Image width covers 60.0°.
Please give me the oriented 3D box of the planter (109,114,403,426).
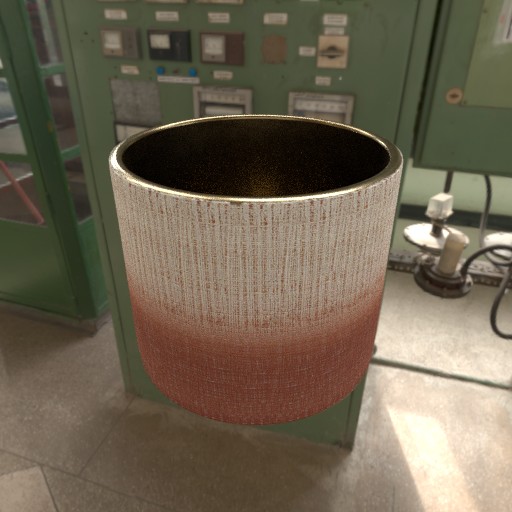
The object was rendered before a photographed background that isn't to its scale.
[{"bbox_3d":[0.000,0.000,0.312,0.178,0.157,0.178,0,30,0],"label":"planter"}]
